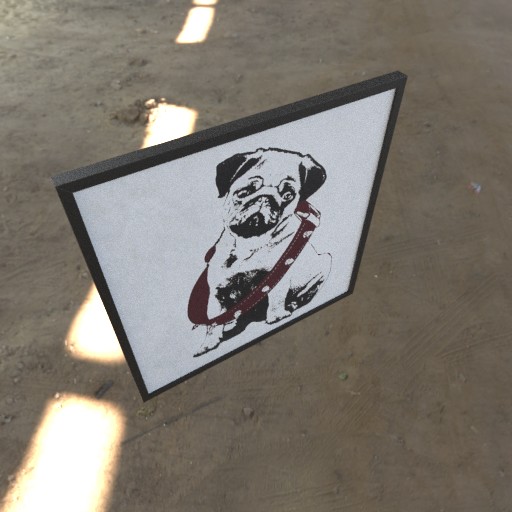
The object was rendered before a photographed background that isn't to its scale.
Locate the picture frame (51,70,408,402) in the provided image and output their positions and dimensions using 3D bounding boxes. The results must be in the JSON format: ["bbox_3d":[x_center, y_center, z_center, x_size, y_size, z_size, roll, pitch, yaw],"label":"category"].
[{"bbox_3d":[0.000,0.000,1.141,0.775,0.775,0.032,-24,51,-21],"label":"picture frame"}]
